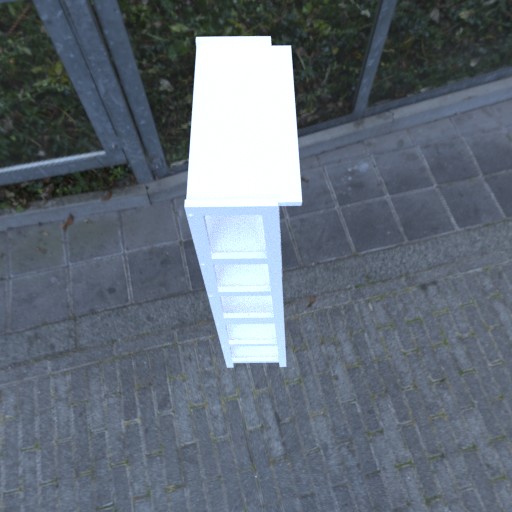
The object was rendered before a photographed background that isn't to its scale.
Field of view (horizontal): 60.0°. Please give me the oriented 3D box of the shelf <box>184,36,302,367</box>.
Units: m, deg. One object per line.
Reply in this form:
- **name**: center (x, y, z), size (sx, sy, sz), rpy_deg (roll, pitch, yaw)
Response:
- **shelf**: center (0.000, 0.000, 2.142), size (0.381, 1.892, 0.660), rpy_deg (-1, 64, 0)
